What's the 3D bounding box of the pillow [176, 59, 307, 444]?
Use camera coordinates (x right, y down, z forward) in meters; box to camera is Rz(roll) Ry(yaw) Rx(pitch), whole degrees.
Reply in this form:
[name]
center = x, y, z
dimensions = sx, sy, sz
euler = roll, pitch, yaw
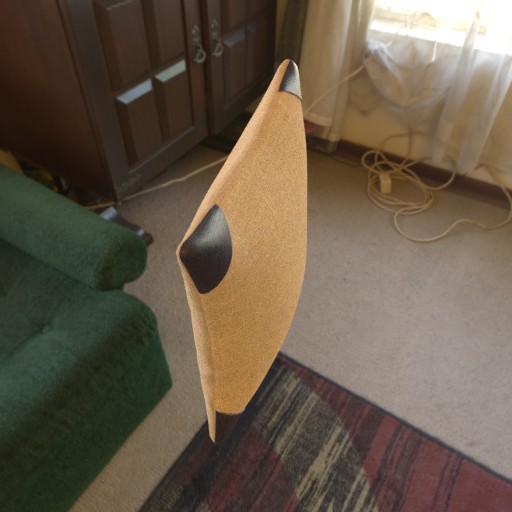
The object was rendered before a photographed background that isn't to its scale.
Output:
[pillow]
center = 0.000, 0.000, 0.686
dimensions = 0.147, 0.441, 0.440
euler = 11, 47, 10
